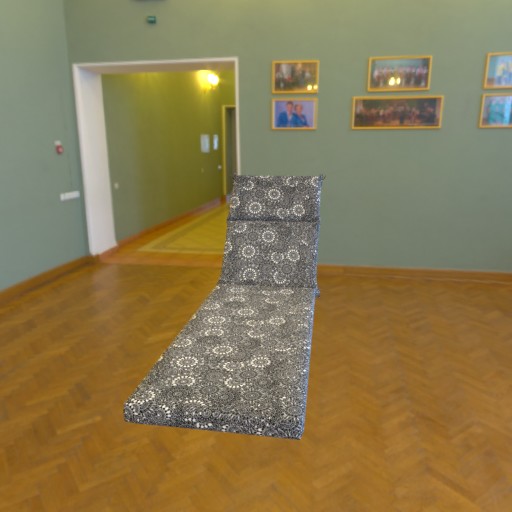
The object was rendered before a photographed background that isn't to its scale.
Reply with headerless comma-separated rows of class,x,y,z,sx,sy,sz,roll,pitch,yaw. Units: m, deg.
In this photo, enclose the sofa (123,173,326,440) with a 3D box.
sofa,0.000,0.000,1.953,0.582,0.622,1.663,2,14,9
